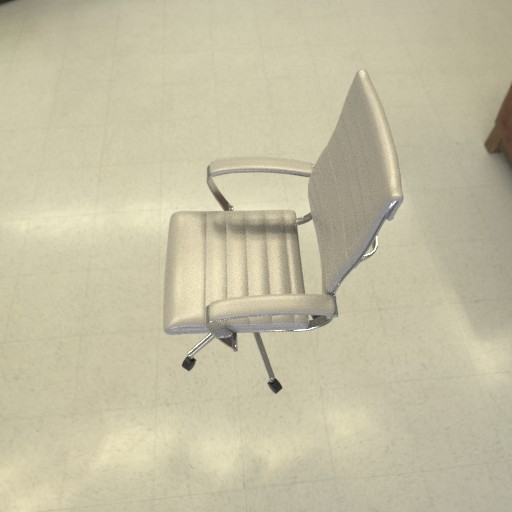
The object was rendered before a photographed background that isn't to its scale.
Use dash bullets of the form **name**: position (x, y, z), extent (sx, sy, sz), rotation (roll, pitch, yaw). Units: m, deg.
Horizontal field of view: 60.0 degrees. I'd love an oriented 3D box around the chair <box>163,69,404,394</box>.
- **chair**: position (0.000, 0.000, 1.546), extent (0.667, 1.149, 0.679), rotation (-2, 59, -1)
